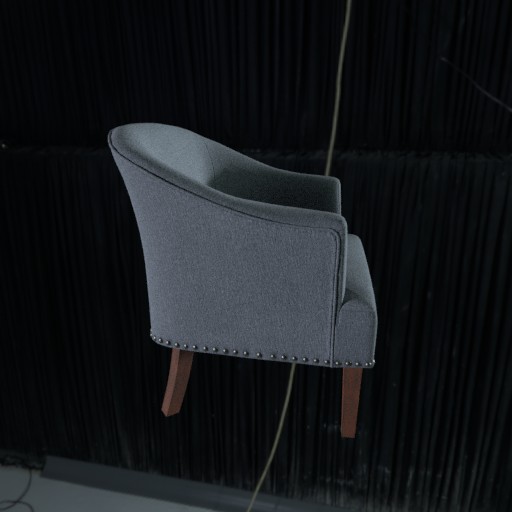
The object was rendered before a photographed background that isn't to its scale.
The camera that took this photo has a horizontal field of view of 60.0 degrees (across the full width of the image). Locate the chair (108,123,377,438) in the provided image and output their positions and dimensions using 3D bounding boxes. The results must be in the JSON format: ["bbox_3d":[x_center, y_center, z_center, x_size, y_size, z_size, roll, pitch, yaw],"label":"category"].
[{"bbox_3d":[0.000,0.000,1.419,0.704,0.815,0.798,3,17,9],"label":"chair"}]
